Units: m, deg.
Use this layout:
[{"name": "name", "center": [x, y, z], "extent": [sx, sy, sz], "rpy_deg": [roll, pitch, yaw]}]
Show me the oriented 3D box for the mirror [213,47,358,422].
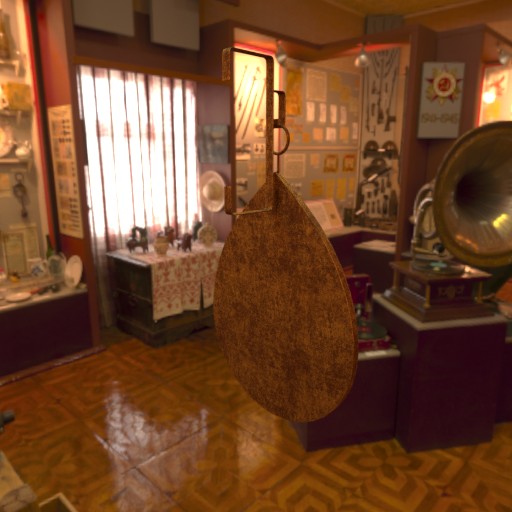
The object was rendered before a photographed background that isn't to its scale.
[{"name": "mirror", "center": [0.000, 0.000, 0.879], "extent": [0.144, 0.744, 0.405], "rpy_deg": [-12, 18, -43]}]
